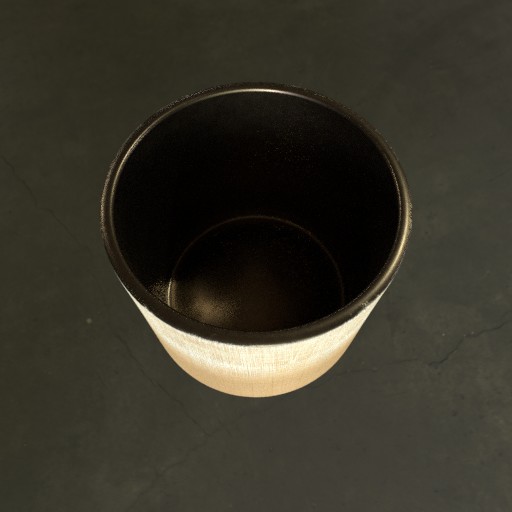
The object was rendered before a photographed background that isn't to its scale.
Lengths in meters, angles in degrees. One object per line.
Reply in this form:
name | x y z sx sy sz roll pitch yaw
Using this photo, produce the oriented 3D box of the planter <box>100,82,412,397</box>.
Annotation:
planter | 0.000 0.000 0.398 0.221 0.201 0.221 0 64 0
